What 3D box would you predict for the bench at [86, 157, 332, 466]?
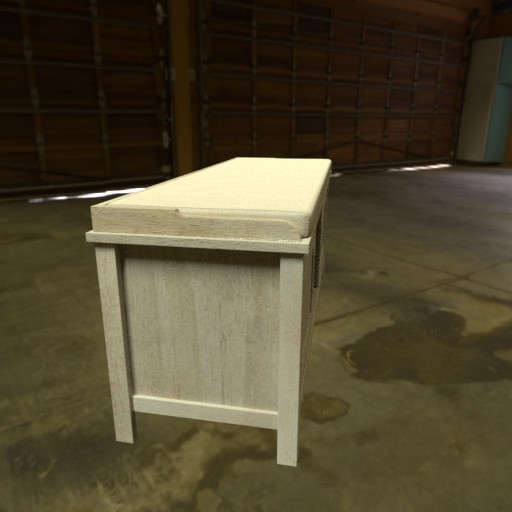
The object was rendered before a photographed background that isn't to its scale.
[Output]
[{"bbox_3d":[0.000,0.000,1.349,0.398,0.501,1.140,3,17,11],"label":"bench"}]
